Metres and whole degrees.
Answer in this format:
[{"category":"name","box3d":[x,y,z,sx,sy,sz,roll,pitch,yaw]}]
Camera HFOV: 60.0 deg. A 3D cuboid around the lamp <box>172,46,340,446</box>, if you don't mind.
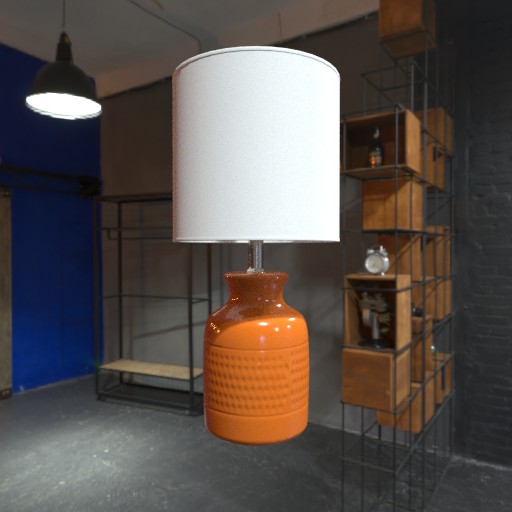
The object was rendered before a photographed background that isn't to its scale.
[{"category":"lamp","box3d":[0.000,0.000,1.129,0.418,0.871,0.418,1,1,36]}]
